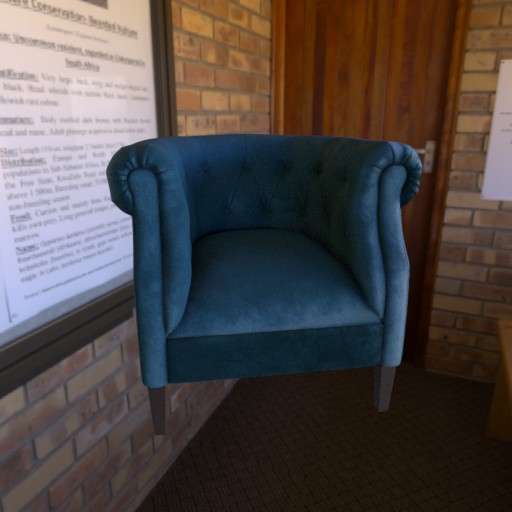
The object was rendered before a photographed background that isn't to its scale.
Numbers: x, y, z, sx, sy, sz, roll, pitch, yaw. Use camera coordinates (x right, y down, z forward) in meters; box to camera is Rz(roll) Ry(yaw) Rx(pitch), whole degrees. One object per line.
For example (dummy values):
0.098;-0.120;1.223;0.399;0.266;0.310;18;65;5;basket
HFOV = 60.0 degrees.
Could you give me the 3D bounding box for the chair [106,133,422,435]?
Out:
0.000;0.000;1.592;0.904;0.826;0.851;-3;18;-9;chair
